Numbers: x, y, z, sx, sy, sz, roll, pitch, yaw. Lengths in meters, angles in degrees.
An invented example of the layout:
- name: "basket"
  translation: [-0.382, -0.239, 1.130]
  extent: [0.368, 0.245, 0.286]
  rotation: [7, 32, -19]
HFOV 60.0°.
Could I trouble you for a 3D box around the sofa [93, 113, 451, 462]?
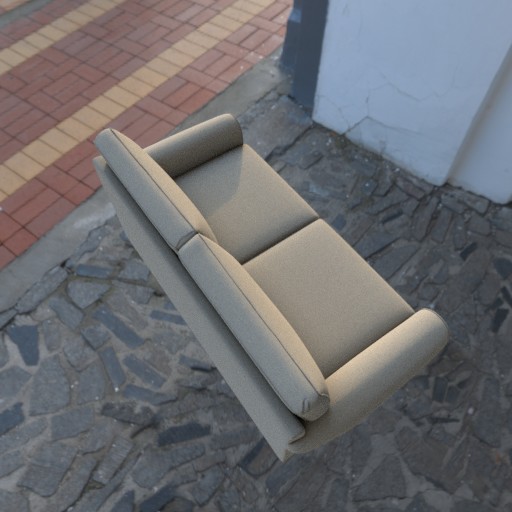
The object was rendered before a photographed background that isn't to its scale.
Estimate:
- name: "sofa"
  translation: [0.000, 0.000, 2.391]
  extent: [0.940, 0.952, 1.930]
  rotation: [-31, 63, -18]
